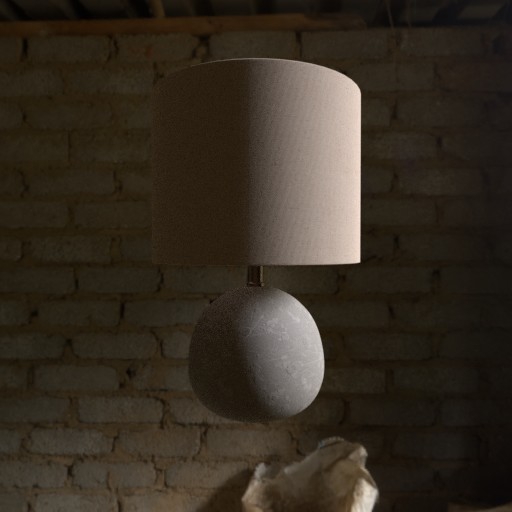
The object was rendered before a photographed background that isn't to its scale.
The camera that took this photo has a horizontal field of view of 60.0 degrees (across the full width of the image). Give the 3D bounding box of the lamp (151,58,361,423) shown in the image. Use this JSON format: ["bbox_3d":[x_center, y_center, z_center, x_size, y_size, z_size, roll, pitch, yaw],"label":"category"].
[{"bbox_3d":[0.000,0.000,0.589,0.269,0.409,0.269,-1,1,-37],"label":"lamp"}]
